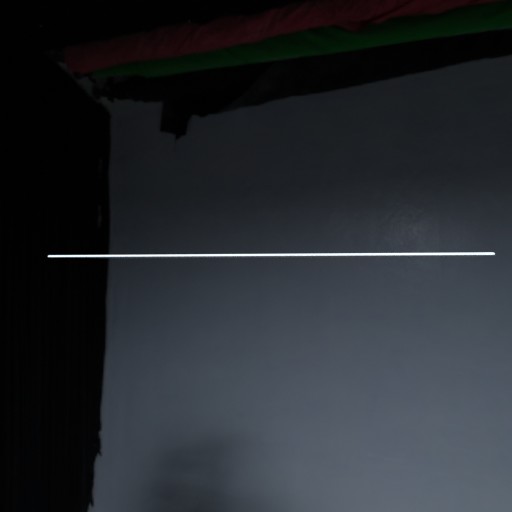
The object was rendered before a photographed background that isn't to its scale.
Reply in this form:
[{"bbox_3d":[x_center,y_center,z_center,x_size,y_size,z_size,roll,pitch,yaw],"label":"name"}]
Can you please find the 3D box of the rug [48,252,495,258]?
[{"bbox_3d":[0.000,0.000,2.650,2.430,0.012,0.759,0,-1,19],"label":"rug"}]
